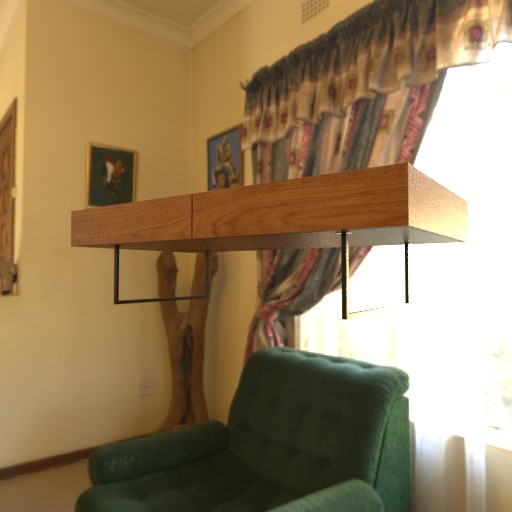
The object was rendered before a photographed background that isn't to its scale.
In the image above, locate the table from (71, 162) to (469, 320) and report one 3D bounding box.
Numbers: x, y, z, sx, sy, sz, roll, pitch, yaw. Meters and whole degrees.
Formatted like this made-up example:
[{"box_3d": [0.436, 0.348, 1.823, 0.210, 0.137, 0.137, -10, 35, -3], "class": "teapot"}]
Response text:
[{"box_3d": [0.000, 0.000, 1.480, 1.194, 0.330, 0.610, -2, -3, 36], "class": "table"}]
